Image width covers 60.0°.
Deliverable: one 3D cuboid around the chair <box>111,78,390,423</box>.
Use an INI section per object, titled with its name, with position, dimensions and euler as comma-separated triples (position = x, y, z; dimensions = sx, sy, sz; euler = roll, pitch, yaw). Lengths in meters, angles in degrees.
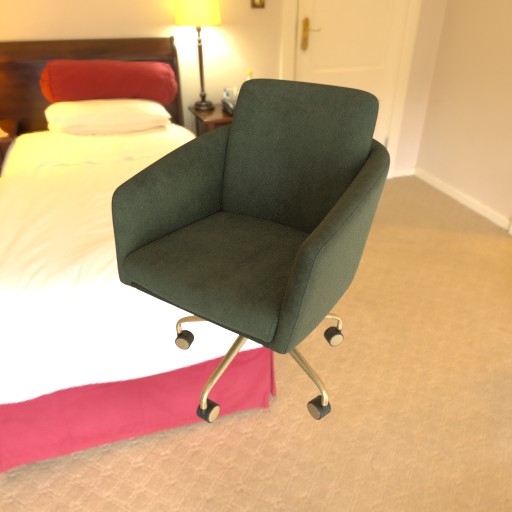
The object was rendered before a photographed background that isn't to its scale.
[chair]
position = 0.000, 0.000, 1.333
dimensions = 0.641, 0.908, 0.635
euler = 19, 36, 29
